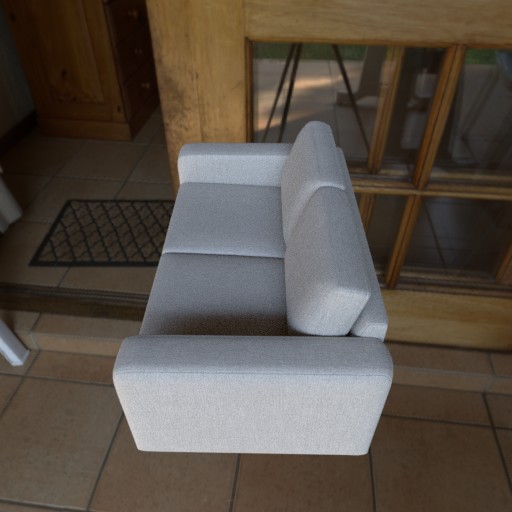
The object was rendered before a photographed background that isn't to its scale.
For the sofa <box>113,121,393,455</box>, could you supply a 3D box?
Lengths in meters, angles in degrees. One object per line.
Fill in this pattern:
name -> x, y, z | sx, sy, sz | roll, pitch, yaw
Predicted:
sofa -> 0.000, 0.000, 2.039 | 0.900, 0.800, 1.540 | 1, 41, 1
